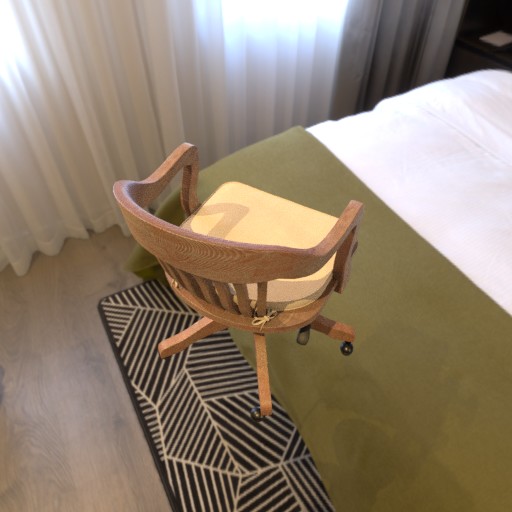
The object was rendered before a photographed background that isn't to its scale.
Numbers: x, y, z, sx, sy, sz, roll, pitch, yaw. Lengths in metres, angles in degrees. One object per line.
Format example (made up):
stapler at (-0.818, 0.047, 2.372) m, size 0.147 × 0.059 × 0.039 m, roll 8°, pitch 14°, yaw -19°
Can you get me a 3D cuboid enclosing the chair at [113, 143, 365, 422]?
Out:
chair at (0.000, 0.000, 1.469) m, size 0.750 × 0.878 × 0.788 m, roll 23°, pitch 50°, yaw 21°
